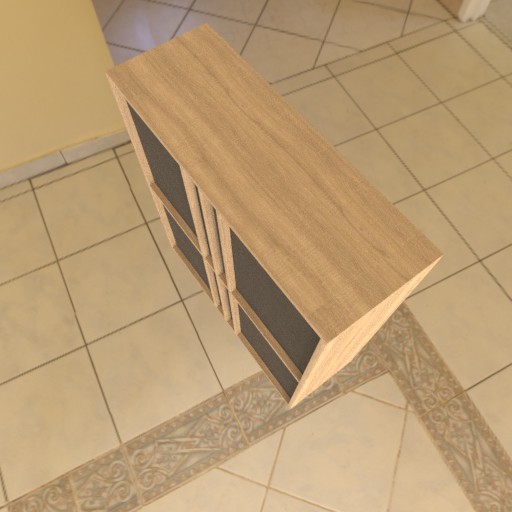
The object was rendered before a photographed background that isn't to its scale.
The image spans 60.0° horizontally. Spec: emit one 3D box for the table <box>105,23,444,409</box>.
[{"bbox_3d":[0.000,0.000,1.917,0.398,1.388,1.111,-34,69,-15],"label":"table"}]
